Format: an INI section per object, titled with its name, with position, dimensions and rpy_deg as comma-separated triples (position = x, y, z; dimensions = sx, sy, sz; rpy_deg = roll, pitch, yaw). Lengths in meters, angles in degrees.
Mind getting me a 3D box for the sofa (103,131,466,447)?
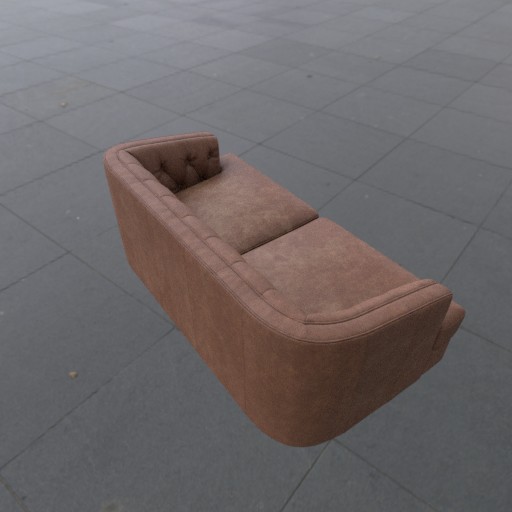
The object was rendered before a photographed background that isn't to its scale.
[sofa]
position = 0.000, 0.000, 2.210
dimensions = 0.914, 0.786, 1.755
rpy_deg = -25, 46, -27
